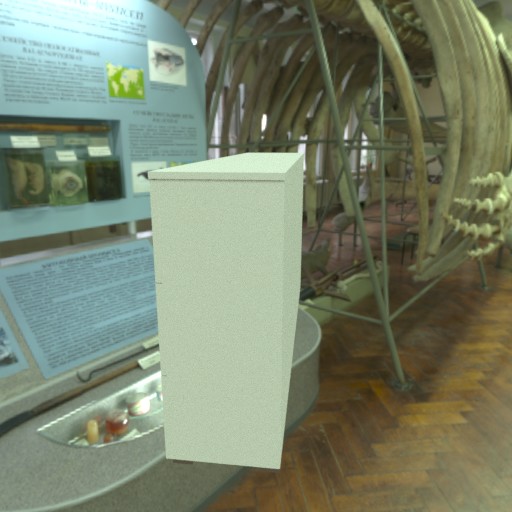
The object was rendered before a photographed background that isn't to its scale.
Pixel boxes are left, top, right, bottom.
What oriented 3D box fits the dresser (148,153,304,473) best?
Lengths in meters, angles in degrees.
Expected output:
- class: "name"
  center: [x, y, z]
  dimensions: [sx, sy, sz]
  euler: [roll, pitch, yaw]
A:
- class: "dresser"
  center: [0.000, 0.000, 1.837]
  dimensions: [0.333, 0.790, 1.535]
  euler: [2, 15, 7]
